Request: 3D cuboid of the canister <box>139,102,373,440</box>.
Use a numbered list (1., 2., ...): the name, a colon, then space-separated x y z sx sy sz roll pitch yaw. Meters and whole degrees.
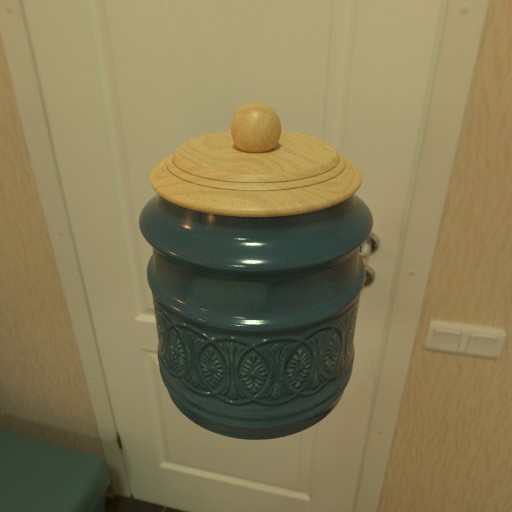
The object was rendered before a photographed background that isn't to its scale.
1. canister: 0.000 0.000 0.266 0.130 0.176 0.130 0 29 0
